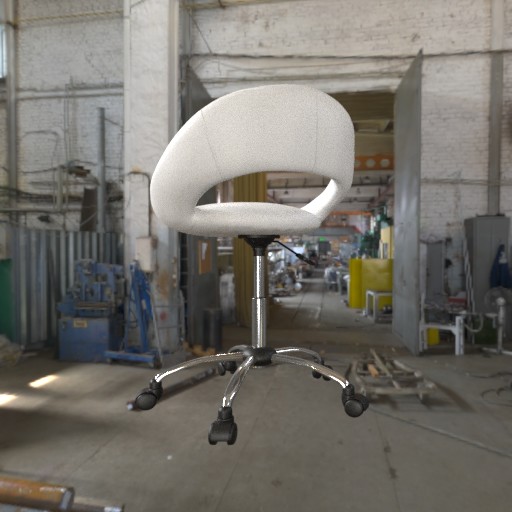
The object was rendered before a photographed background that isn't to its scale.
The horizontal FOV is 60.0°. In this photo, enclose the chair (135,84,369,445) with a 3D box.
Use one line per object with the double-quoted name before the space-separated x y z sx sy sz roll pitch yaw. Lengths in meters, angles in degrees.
"chair" 0.000 0.000 1.218 0.612 0.791 0.538 -1 2 -36
